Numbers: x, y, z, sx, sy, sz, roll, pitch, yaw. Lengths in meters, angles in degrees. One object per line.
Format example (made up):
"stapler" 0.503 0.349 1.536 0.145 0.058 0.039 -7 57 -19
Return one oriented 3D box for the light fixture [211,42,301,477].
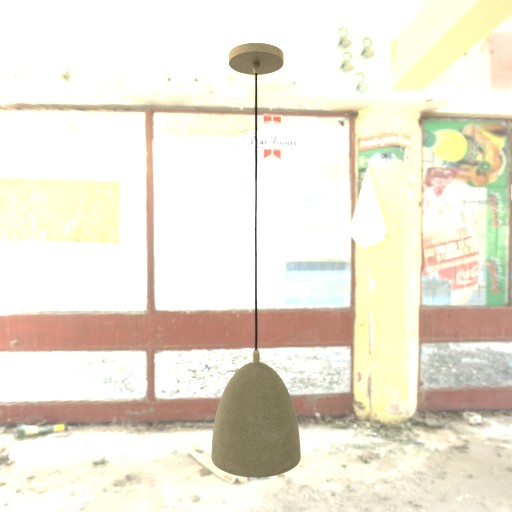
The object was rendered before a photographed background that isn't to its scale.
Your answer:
"light fixture" 0.000 0.000 0.842 0.170 0.759 0.170 0 1 16
